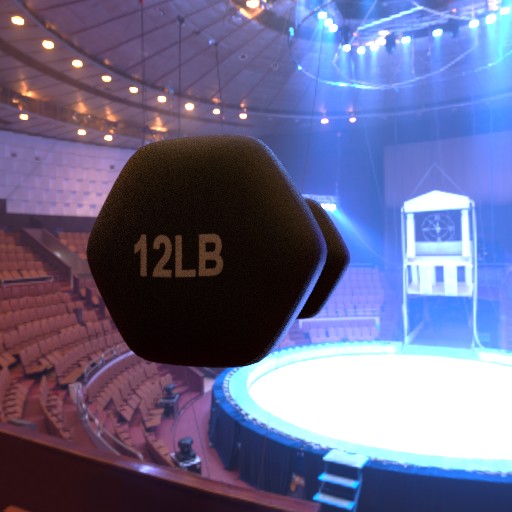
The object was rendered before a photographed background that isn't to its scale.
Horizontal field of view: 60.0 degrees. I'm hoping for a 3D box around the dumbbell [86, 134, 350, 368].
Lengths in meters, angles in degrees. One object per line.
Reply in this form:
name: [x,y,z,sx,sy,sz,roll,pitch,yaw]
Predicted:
dumbbell: [0.000,0.000,0.289,0.112,0.101,0.231,0,-1,16]
